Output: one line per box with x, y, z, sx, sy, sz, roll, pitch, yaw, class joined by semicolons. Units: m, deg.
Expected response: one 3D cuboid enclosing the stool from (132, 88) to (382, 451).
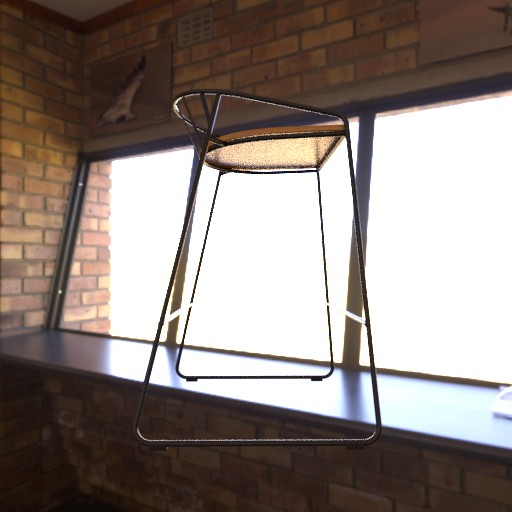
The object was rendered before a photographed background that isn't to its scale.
0.000;0.000;1.194;0.521;0.812;0.546;0;-1;-1;stool
